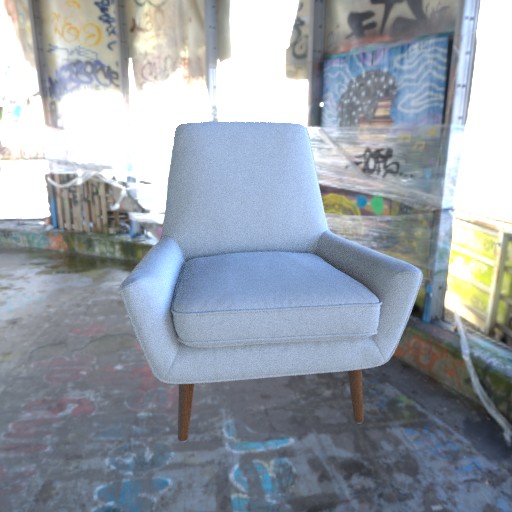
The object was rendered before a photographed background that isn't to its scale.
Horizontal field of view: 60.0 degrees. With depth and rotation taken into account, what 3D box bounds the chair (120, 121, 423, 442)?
[{"bbox_3d":[0.000,0.000,1.494,0.787,0.888,0.822,-2,15,-9],"label":"chair"}]
